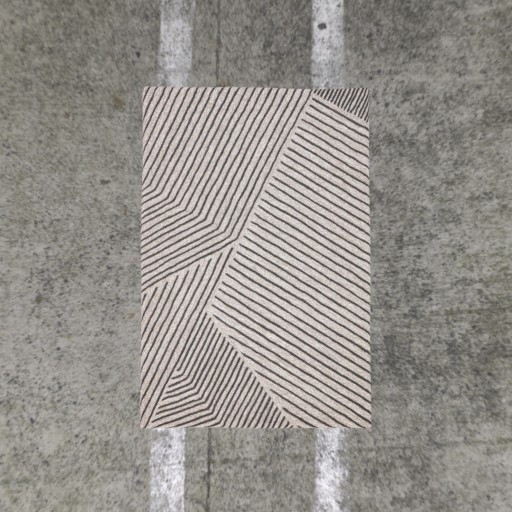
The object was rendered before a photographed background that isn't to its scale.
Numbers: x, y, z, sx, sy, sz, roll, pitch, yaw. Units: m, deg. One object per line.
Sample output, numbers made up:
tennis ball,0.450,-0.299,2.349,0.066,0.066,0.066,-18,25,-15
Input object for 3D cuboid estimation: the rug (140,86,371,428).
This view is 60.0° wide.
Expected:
rug,0.000,0.000,2.390,1.237,0.019,1.842,0,89,-1
